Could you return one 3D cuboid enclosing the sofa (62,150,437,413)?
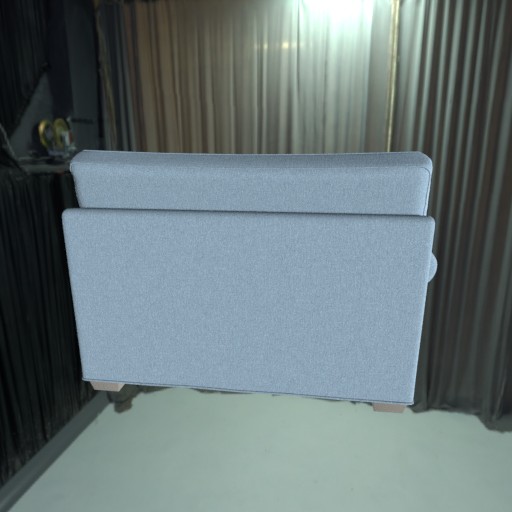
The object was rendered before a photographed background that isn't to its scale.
[{"bbox_3d":[0.000,0.000,2.016,1.410,0.953,0.940,2,15,7],"label":"sofa"}]
